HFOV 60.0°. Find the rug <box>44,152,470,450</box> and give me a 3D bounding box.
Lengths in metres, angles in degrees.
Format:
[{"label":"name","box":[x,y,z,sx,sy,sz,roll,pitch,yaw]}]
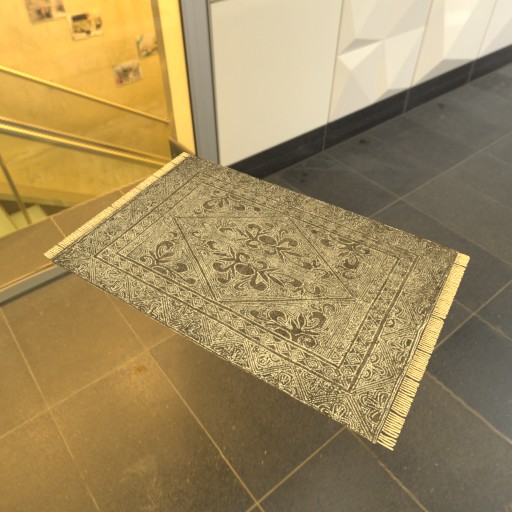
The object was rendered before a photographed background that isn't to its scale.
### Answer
[{"label":"rug","box":[0.000,0.000,2.970,2.440,0.010,1.529,24,50,22]}]
